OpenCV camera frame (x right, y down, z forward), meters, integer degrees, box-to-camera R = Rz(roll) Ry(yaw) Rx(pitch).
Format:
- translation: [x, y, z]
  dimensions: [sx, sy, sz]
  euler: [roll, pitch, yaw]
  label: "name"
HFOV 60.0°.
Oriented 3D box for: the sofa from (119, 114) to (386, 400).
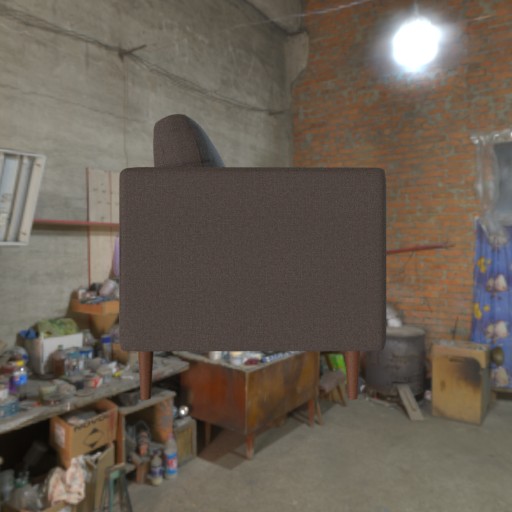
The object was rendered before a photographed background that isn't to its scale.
- translation: [0.000, 0.000, 1.963]
  dimensions: [0.796, 0.908, 1.430]
  euler: [0, 0, 0]
  label: "sofa"
